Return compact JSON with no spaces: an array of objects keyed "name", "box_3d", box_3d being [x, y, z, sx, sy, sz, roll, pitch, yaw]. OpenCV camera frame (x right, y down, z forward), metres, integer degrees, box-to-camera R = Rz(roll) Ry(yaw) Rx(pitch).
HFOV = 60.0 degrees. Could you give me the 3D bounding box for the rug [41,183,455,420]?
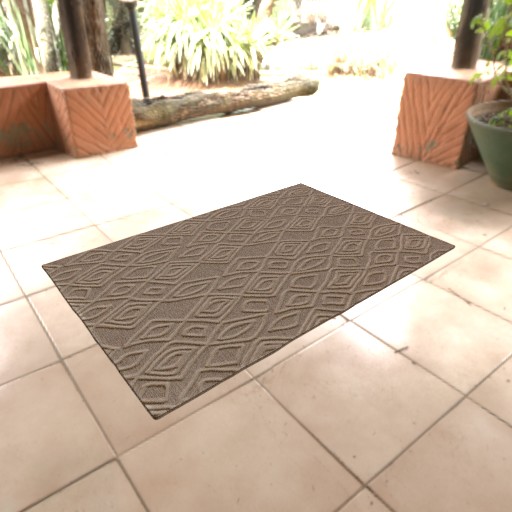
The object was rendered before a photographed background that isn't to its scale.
[{"name":"rug","box_3d":[0.000,0.000,2.338,1.832,0.016,1.224,-22,37,-33]}]
